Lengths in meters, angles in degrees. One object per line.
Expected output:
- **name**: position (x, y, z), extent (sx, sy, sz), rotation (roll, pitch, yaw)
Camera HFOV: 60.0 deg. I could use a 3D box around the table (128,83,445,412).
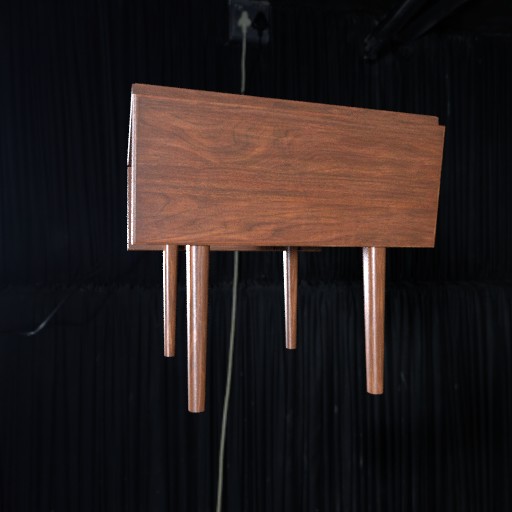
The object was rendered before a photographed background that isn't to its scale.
- **table**: position (0.000, 0.000, 1.475), extent (0.812, 0.763, 0.843), rotation (0, 0, -17)
